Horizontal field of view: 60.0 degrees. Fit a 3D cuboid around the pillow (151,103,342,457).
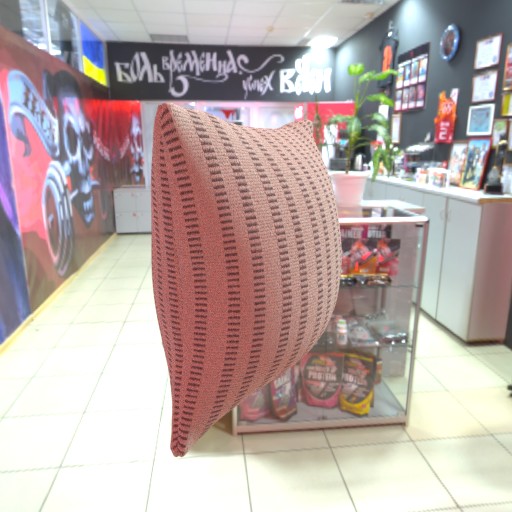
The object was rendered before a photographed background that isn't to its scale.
[{"bbox_3d":[0.000,0.000,0.681,0.247,0.419,0.438,7,16,25],"label":"pillow"}]
